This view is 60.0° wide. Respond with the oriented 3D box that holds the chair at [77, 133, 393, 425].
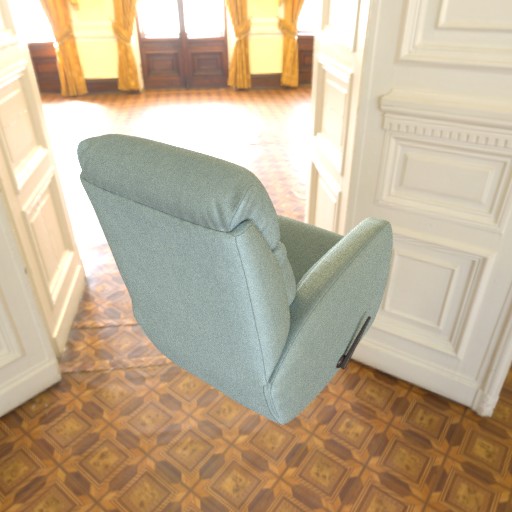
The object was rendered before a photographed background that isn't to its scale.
[{"bbox_3d":[0.000,0.000,1.653,0.812,1.013,0.940,21,38,30],"label":"chair"}]
